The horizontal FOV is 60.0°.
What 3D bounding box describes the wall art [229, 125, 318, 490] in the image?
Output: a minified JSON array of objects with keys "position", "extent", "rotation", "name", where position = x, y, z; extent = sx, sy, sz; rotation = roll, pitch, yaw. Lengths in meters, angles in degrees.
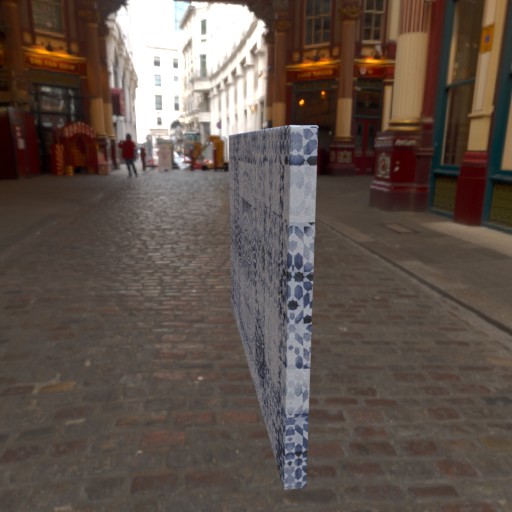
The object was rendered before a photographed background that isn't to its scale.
[{"position":[0.000,0.000,0.755],"extent":[0.030,0.406,0.608],"rotation":[-2,15,-9],"name":"wall art"}]
